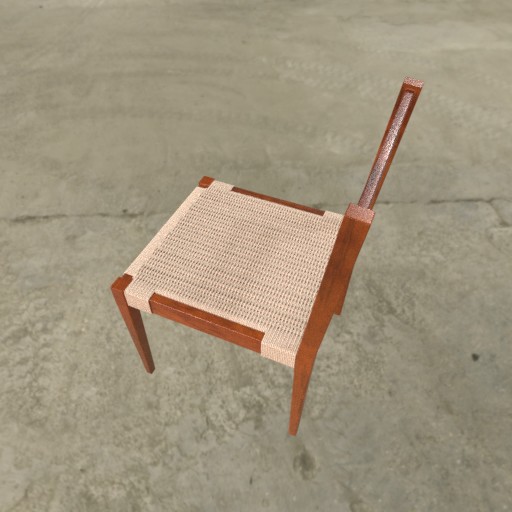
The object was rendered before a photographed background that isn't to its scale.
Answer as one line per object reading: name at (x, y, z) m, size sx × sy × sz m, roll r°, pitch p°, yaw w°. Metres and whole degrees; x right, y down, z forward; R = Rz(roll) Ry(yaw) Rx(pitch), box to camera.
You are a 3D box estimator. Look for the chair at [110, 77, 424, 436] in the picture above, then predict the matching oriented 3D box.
chair at (0.000, 0.000, 1.171) m, size 0.569 × 0.851 × 0.495 m, roll 17°, pitch 49°, yaw 16°
